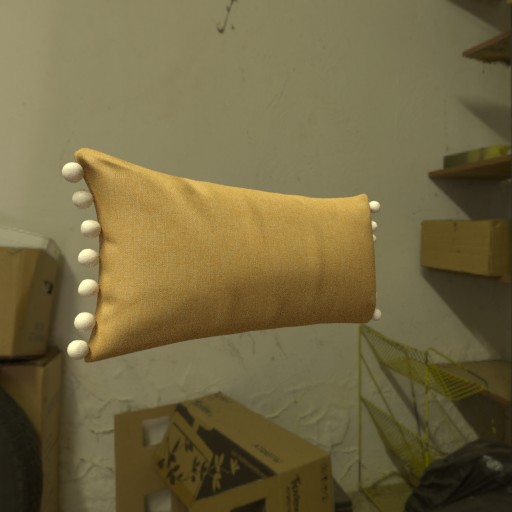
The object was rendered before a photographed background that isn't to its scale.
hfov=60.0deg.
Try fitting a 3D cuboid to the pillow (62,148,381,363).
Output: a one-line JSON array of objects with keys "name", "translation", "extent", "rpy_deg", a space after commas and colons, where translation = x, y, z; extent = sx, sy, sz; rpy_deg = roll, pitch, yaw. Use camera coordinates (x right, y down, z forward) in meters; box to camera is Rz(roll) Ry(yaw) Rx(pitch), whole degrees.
[{"name": "pillow", "translation": [0.000, 0.000, 0.855], "extent": [0.709, 0.322, 0.201], "rpy_deg": [0, 0, -36]}]
